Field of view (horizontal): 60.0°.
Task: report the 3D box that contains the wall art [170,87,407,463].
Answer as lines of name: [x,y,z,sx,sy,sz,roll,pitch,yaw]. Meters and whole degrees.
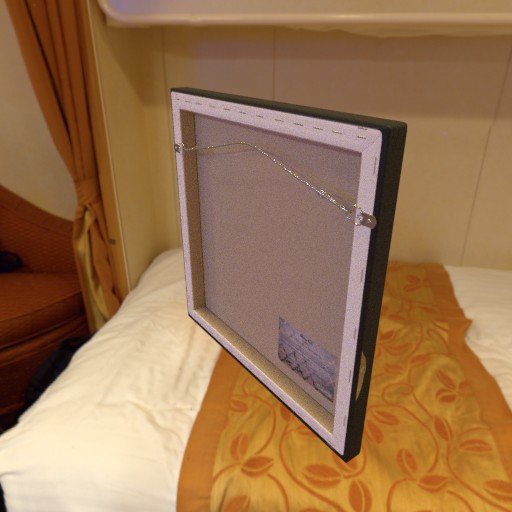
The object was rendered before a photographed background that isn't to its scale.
wall art: [0.000,0.000,0.916,0.043,0.611,0.610,-18,31,-32]
